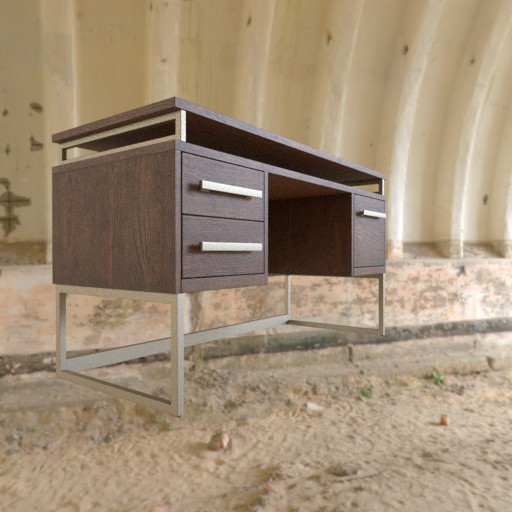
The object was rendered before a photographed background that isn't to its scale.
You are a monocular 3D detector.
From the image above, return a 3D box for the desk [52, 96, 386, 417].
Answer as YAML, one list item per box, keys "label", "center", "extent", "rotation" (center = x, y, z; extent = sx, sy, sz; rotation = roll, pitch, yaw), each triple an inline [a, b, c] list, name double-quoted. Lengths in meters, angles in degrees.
- label: "desk"
  center: [0.000, 0.000, 1.804]
  extent: [0.610, 0.792, 1.384]
  rotation: [0, 1, 37]
